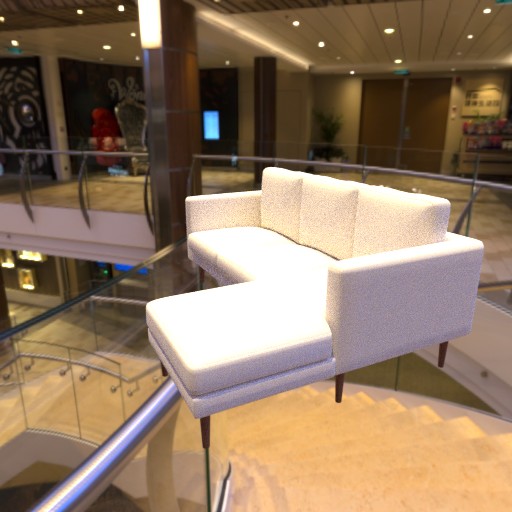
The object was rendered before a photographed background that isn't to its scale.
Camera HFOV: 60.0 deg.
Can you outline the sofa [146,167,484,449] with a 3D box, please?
[{"bbox_3d":[0.000,0.000,2.802,1.580,0.899,2.029,-9,19,-26],"label":"sofa"}]
